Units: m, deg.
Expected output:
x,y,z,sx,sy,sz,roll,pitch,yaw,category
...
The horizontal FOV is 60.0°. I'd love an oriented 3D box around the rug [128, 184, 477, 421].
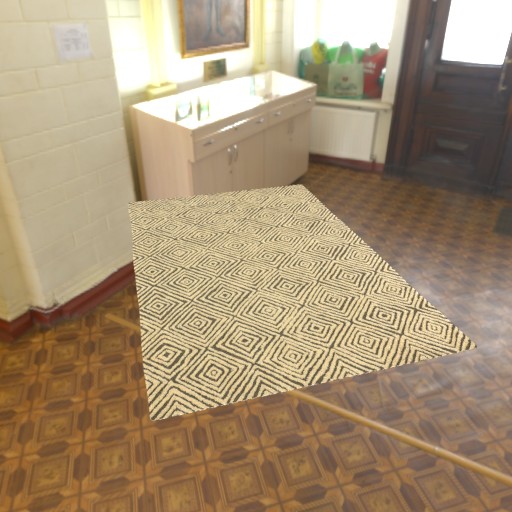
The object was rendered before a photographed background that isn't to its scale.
x,y,z,sx,sy,sz,roll,pitch,yaw,category
0.000,0.000,2.198,1.177,0.004,1.750,-8,31,-14,rug
